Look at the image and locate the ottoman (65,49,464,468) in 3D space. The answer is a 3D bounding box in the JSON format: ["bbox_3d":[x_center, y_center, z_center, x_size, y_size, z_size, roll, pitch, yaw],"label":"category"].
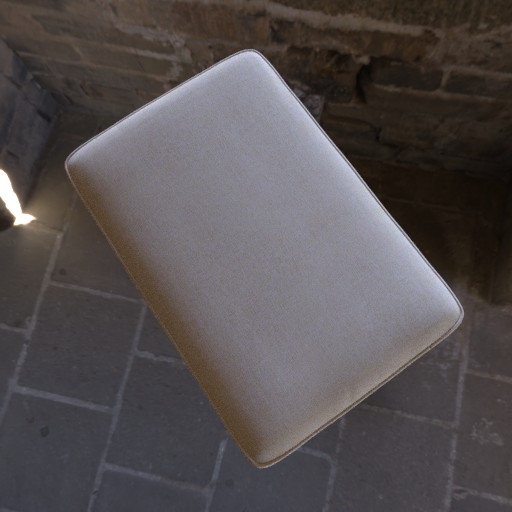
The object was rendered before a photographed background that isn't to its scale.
[{"bbox_3d":[0.000,0.000,1.210,0.583,0.484,0.862,-34,79,-7],"label":"ottoman"}]
